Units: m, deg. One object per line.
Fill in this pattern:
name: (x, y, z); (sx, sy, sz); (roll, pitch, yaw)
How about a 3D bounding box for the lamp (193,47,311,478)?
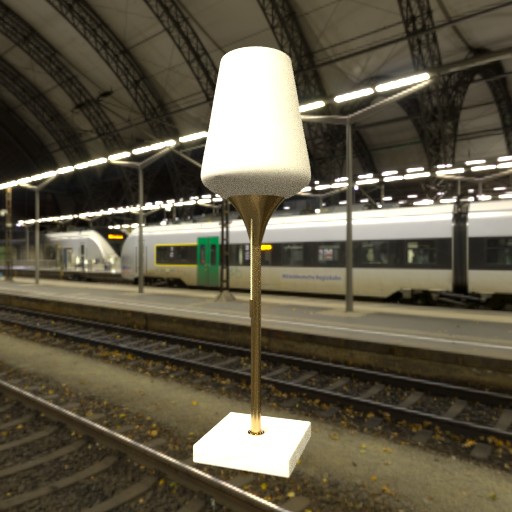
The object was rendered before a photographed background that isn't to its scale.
lamp: (0.000, 0.000, 0.733); (0.181, 0.639, 0.181); (0, 0, 19)
